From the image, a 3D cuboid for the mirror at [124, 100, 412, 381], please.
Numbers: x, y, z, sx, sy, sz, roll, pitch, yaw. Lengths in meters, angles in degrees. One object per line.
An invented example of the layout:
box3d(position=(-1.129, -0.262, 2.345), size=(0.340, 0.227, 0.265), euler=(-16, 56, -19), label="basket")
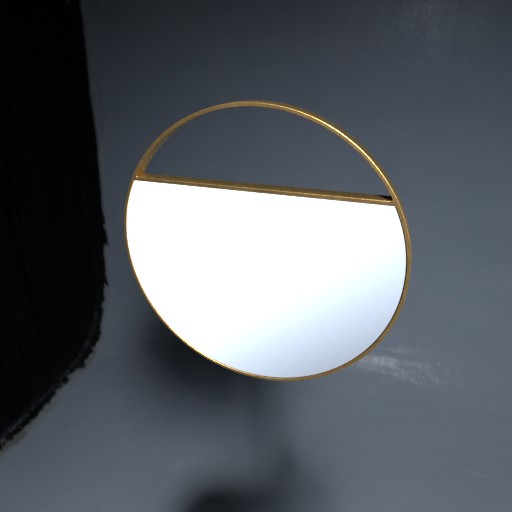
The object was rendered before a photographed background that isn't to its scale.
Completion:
box3d(position=(0.000, 0.000, 0.854), size=(0.565, 0.565, 0.032), euler=(8, 26, 17), label="mirror")
